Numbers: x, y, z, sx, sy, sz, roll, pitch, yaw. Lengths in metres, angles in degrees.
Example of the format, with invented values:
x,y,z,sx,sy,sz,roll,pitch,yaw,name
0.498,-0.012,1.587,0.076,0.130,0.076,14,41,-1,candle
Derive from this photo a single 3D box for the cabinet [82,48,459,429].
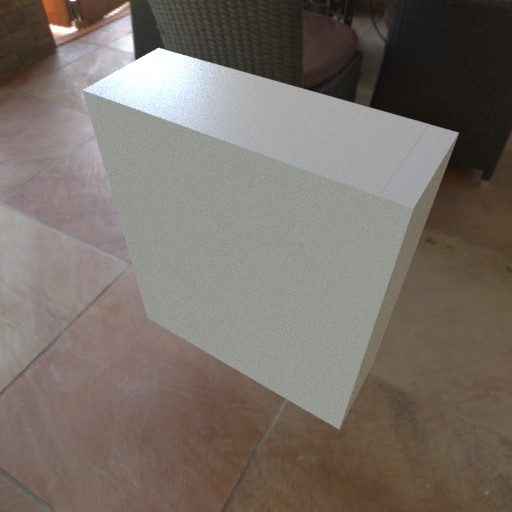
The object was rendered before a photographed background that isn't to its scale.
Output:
x,y,z,sx,sy,sz,roll,pitch,yaw,name
0.000,0.000,1.613,0.990,1.150,0.348,25,51,22,cabinet
